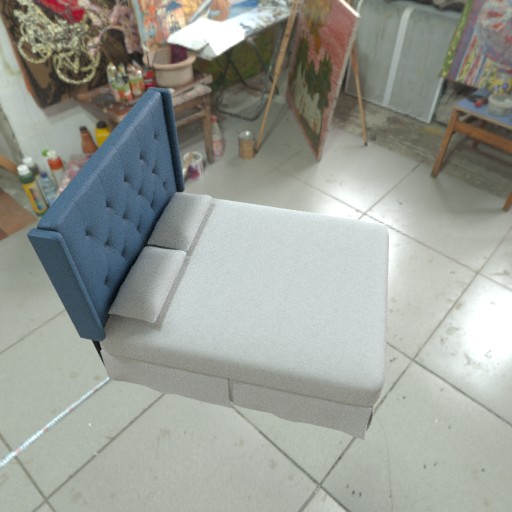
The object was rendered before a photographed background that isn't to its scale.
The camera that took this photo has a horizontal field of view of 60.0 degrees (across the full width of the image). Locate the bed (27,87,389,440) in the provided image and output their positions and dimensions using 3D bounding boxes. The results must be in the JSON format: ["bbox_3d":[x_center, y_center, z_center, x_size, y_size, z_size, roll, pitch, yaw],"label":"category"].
[{"bbox_3d":[0.000,0.000,3.316,2.078,1.665,1.719,9,47,9],"label":"bed"}]
